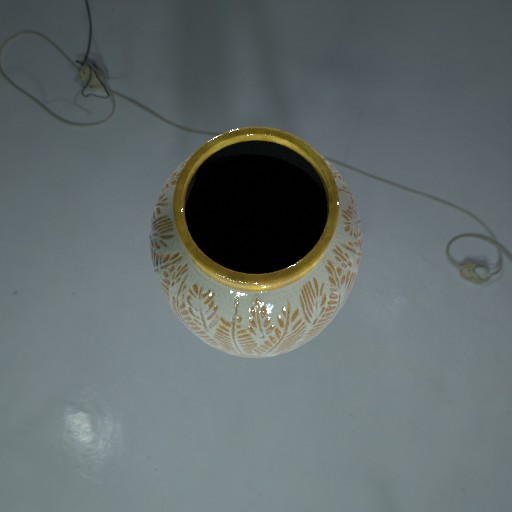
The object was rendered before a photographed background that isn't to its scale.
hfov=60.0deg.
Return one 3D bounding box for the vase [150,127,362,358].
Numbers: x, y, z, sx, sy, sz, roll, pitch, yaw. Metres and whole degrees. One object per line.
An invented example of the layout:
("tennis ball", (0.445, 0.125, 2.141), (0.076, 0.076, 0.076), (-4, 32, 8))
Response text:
("vase", (0.000, 0.000, 0.385), (0.172, 0.270, 0.172), (0, 77, 0))
